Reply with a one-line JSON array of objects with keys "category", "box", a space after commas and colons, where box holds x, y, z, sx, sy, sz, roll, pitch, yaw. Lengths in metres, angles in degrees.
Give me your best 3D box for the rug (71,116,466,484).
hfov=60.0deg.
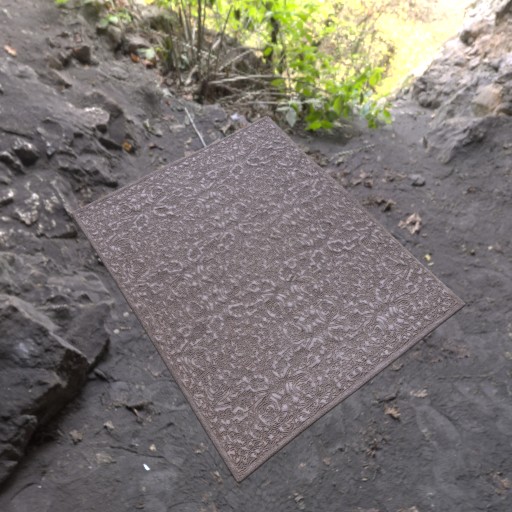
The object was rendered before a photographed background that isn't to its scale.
[{"category": "rug", "box": [0.000, 0.000, 4.224, 2.472, 0.035, 3.017, -31, 64, -18]}]
